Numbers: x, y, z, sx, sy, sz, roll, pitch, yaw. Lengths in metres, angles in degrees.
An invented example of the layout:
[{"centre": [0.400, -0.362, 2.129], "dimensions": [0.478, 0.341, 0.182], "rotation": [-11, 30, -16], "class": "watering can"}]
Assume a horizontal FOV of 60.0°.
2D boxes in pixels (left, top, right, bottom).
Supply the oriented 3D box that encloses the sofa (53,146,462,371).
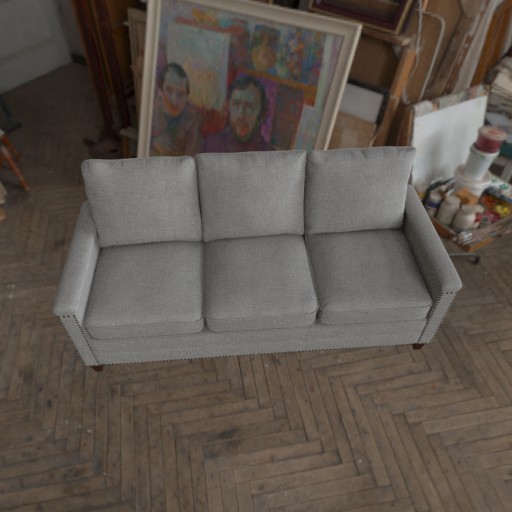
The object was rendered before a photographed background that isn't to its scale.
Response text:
[{"centre": [0.000, 0.000, 2.424], "dimensions": [1.925, 0.959, 0.828], "rotation": [-3, 47, -3], "class": "sofa"}]
